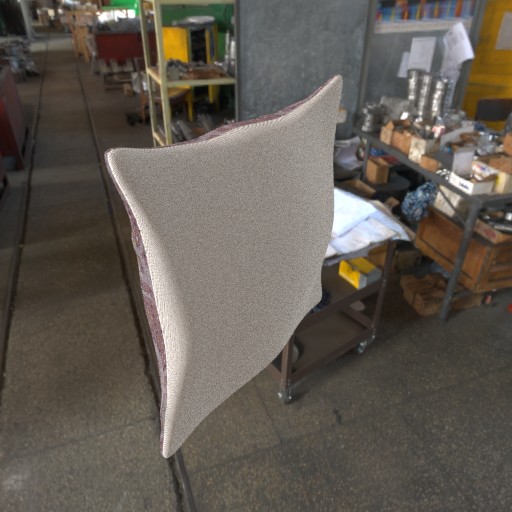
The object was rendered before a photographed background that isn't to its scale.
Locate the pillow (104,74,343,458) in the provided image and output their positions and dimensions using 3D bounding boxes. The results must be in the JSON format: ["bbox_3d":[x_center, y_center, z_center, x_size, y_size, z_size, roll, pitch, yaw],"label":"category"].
[{"bbox_3d":[0.000,0.000,0.755,0.163,0.513,0.514,21,38,29],"label":"pillow"}]
